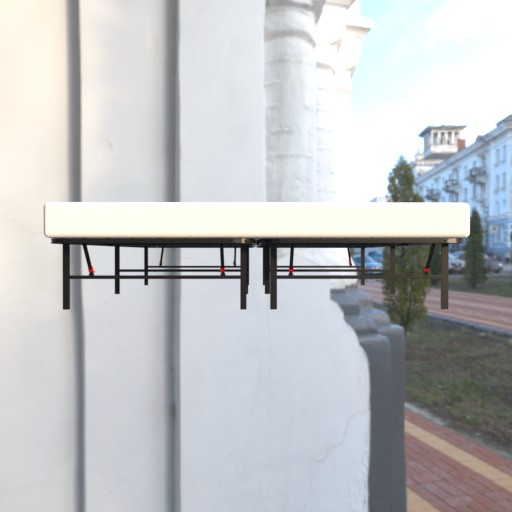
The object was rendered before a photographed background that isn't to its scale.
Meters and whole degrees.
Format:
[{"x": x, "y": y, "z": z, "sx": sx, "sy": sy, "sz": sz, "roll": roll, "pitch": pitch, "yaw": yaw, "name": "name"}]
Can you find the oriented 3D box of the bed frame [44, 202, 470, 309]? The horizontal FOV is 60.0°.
[{"x": 0.000, "y": 0.000, "z": 3.064, "sx": 2.033, "sy": 0.525, "sz": 1.935, "roll": 0, "pitch": 0, "yaw": 0, "name": "bed frame"}]
